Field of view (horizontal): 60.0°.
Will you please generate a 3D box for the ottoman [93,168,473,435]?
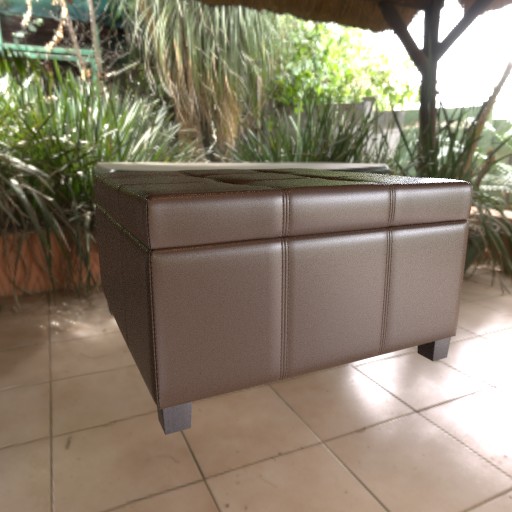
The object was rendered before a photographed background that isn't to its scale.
[{"bbox_3d":[0.000,0.000,1.269,0.787,0.460,0.788,-6,15,-25],"label":"ottoman"}]
